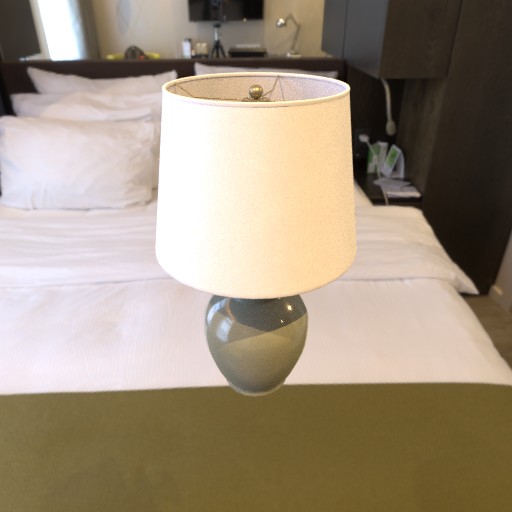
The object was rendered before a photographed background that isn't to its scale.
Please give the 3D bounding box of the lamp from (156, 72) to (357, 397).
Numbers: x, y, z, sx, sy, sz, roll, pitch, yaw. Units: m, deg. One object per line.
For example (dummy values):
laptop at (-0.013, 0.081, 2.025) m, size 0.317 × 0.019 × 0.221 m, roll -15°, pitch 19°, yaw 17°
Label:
lamp at (0.000, 0.000, 0.548) m, size 0.239 × 0.399 × 0.239 m, roll 0°, pitch 30°, yaw 0°
